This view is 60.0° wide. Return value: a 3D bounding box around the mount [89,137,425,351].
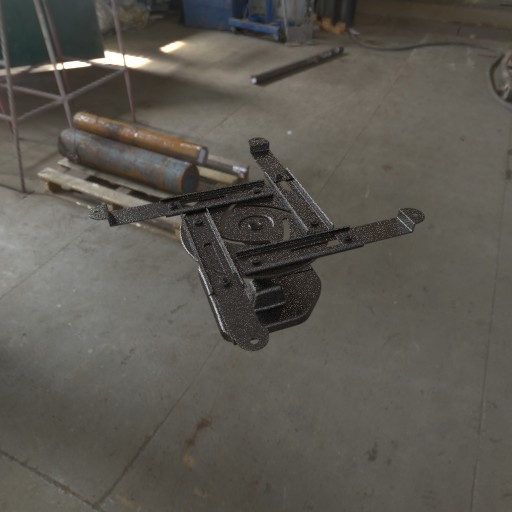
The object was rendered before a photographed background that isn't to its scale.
[{"bbox_3d":[0.000,0.000,0.600,0.394,0.141,0.394,-13,43,-15],"label":"mount"}]
